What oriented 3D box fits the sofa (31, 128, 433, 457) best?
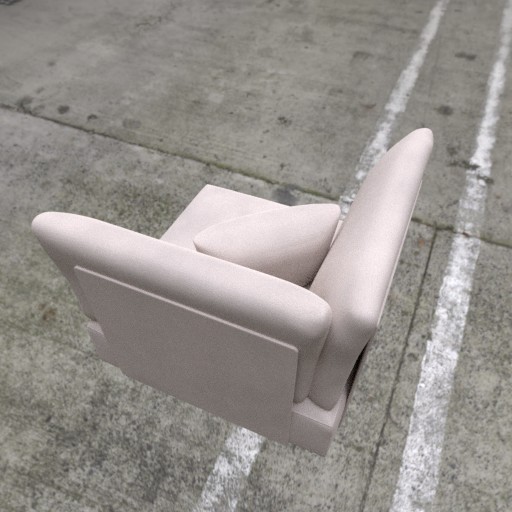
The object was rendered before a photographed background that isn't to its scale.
[{"bbox_3d":[0.000,0.000,1.707,1.000,0.820,1.000,18,49,16],"label":"sofa"}]
